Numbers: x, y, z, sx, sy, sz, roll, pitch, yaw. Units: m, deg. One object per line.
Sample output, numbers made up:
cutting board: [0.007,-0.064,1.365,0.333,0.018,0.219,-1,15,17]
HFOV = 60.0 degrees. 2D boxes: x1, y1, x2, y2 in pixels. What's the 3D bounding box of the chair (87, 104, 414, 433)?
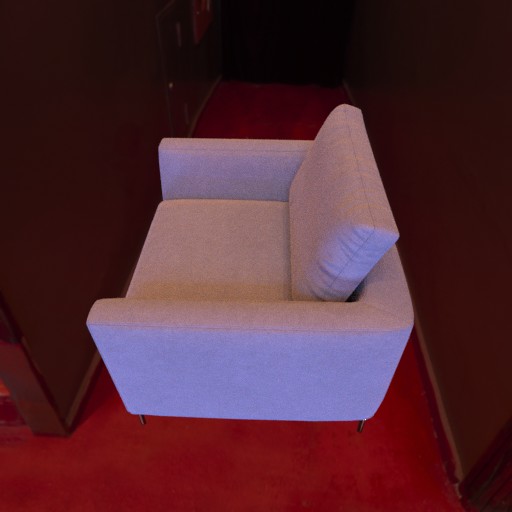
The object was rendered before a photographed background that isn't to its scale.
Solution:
chair: [0.000,0.000,1.632,0.889,0.864,1.041,1,42,2]
